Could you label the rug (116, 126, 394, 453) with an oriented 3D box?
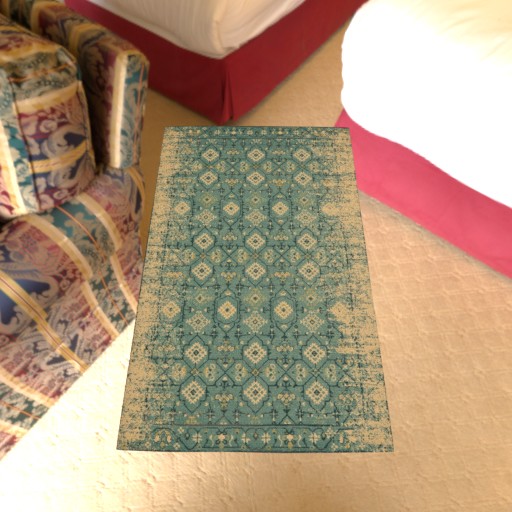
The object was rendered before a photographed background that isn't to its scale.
[{"bbox_3d":[0.000,0.000,2.198,1.102,0.008,1.795,0,60,0],"label":"rug"}]
